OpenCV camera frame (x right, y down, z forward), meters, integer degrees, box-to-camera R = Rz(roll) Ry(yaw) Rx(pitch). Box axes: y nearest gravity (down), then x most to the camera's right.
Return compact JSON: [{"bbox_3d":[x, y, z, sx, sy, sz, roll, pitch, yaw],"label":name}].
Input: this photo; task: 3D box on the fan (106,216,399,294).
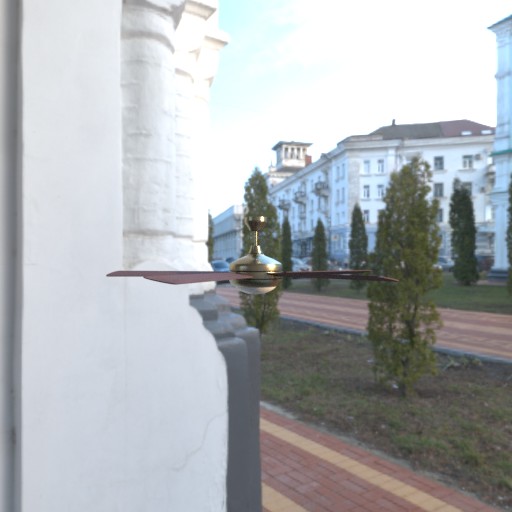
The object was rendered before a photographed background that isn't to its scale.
[{"bbox_3d":[0.000,0.000,2.061,1.321,0.356,1.321,0,0,-18],"label":"fan"}]
